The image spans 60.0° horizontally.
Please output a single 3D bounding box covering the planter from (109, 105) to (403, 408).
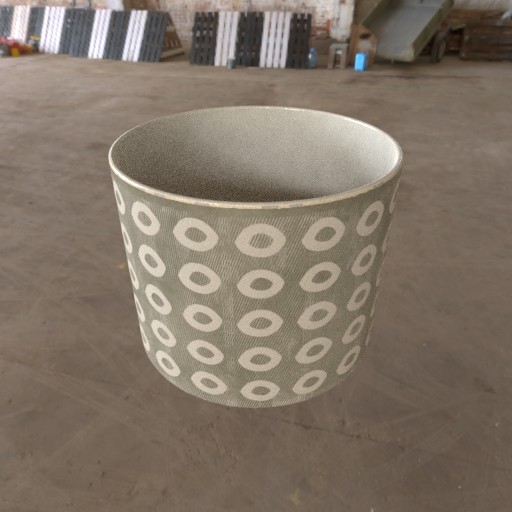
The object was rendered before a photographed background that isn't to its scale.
[{"bbox_3d":[0.000,0.000,0.454,0.250,0.239,0.250,0,33,0],"label":"planter"}]
